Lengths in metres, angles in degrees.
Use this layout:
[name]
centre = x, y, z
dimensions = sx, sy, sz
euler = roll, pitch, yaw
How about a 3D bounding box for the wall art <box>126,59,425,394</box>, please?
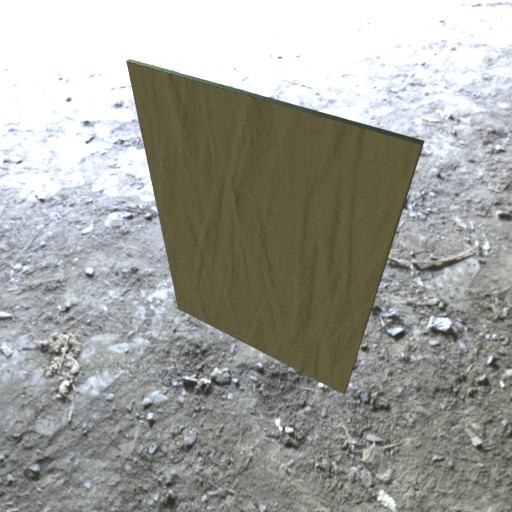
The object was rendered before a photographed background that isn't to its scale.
[wall art]
centre = 0.000, 0.000, 1.468
dimensions = 0.810, 1.116, 0.016
euler = 23, 51, 21
